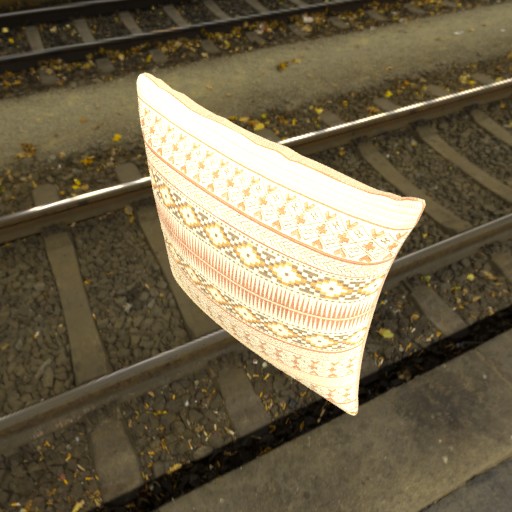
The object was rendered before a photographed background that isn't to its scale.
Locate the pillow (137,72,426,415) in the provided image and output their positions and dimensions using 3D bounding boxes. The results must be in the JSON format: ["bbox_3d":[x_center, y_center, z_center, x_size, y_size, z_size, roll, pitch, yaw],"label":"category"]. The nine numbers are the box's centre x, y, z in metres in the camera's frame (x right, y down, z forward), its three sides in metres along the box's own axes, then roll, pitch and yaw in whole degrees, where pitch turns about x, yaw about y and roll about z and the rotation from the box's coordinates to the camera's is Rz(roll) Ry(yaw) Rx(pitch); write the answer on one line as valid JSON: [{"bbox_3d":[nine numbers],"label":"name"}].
[{"bbox_3d":[0.000,0.000,0.787,0.521,0.519,0.215,34,55,28],"label":"pillow"}]
